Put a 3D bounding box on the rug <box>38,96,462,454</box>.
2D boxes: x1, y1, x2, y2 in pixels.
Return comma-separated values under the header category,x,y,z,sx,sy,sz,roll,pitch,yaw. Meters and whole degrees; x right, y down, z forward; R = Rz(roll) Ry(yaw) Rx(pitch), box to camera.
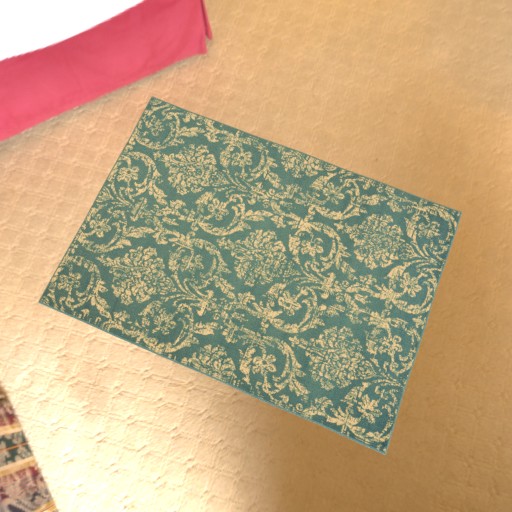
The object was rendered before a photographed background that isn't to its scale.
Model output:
category,x,y,z,sx,sy,sz,roll,pitch,yaw
rug,0.000,0.000,2.753,2.205,0.012,1.554,22,76,6
